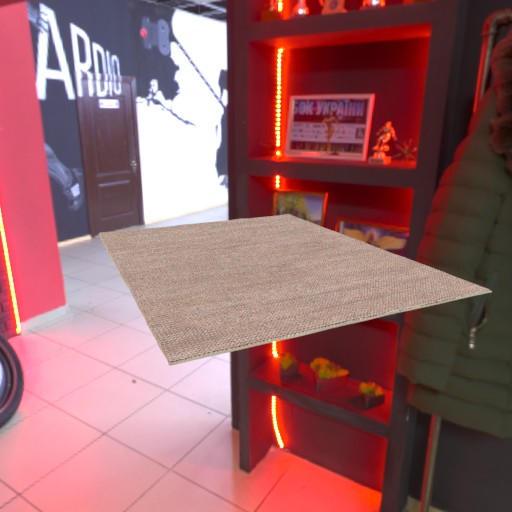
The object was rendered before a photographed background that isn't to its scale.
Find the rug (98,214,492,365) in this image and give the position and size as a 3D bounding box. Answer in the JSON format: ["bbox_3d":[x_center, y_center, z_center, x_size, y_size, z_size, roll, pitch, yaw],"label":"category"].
[{"bbox_3d":[0.000,0.000,4.090,2.429,0.030,3.052,-8,19,-24],"label":"rug"}]
